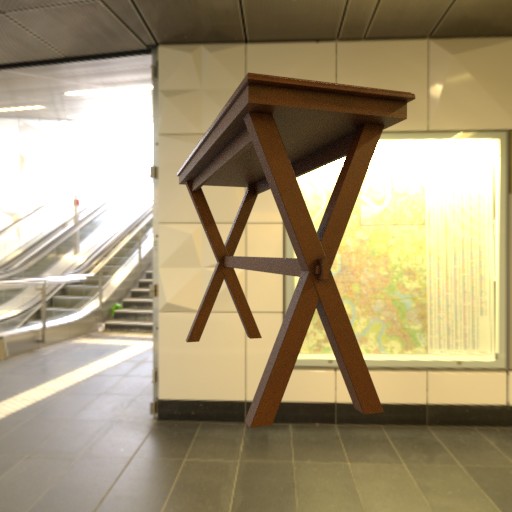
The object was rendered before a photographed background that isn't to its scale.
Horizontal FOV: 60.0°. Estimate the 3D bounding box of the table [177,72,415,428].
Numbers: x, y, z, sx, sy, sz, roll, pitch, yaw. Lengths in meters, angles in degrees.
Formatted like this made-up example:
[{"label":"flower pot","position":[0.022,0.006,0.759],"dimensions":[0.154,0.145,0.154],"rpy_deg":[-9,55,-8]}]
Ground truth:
[{"label":"table","position":[0.000,0.000,1.533],"dimensions":[0.399,0.763,1.197],"rpy_deg":[0,0,-17]}]
